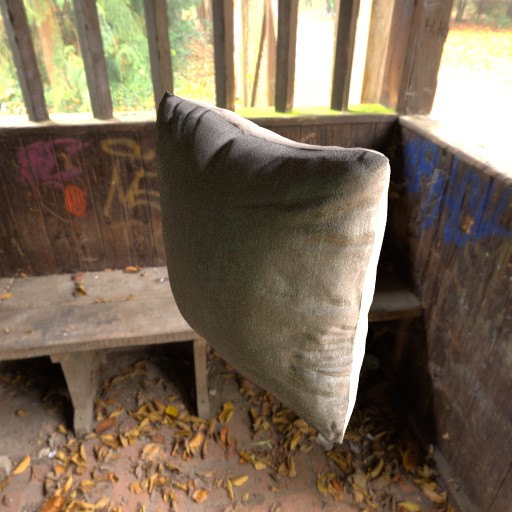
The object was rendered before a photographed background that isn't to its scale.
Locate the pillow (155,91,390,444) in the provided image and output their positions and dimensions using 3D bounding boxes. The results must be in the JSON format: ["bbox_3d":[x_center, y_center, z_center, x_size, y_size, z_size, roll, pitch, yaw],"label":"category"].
[{"bbox_3d":[0.000,0.000,0.711,0.245,0.448,0.450,-22,38,-31],"label":"pillow"}]
